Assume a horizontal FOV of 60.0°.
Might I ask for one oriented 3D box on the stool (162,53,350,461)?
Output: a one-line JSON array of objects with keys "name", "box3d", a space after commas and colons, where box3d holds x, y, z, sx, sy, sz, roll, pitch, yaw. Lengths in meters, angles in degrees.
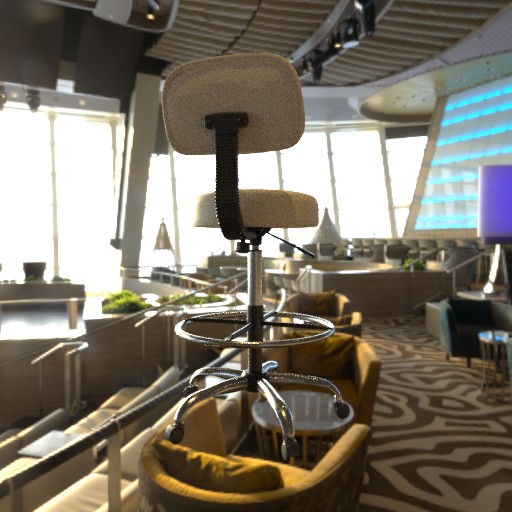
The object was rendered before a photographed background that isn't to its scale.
[{"name": "stool", "box3d": [0.000, 0.000, 1.471, 0.609, 1.080, 0.616, 1, 2, 17]}]
